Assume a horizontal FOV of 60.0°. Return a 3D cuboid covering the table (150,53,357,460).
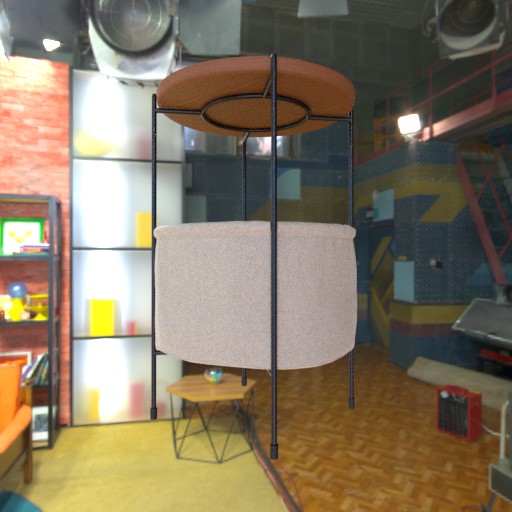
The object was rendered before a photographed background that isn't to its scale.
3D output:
[{"bbox_3d":[0.000,0.000,0.879,0.393,0.623,0.393,0,0,37],"label":"table"}]
